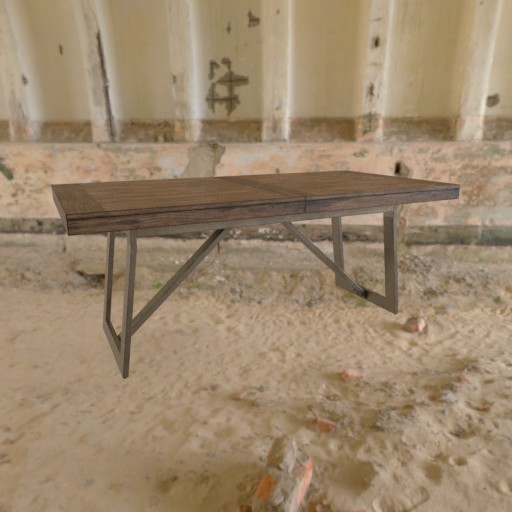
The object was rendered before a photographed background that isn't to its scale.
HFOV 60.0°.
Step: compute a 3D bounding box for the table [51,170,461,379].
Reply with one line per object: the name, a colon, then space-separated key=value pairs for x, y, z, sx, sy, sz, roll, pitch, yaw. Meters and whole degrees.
table: x=0.000 y=0.000 z=2.362 sx=1.867 sy=0.757 sz=0.931 roll=-8 pitch=18 yaw=-26
